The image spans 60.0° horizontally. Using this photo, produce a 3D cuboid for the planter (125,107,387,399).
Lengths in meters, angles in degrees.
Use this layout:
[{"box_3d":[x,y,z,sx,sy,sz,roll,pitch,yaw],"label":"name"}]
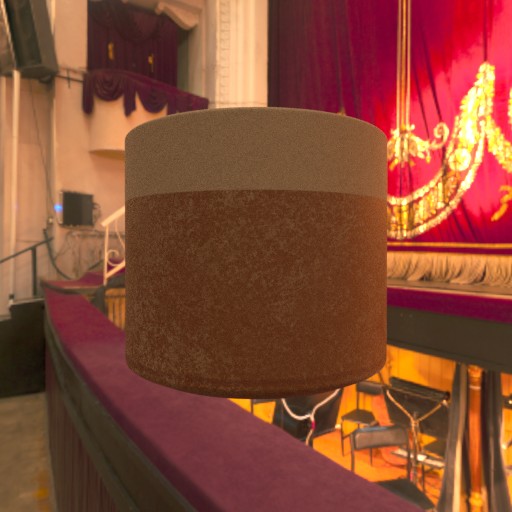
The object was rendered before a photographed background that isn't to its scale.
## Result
[{"box_3d":[0.000,0.000,0.280,0.159,0.138,0.159,0,1,0],"label":"planter"}]
